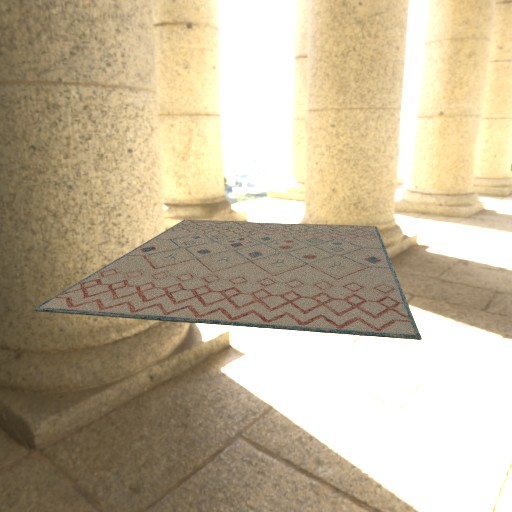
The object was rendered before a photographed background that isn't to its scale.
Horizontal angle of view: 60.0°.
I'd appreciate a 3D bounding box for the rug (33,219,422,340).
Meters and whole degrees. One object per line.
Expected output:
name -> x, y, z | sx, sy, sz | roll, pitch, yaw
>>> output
rug -> 0.000, 0.000, 4.139 | 2.441, 0.016, 3.050 | 3, 16, 10
